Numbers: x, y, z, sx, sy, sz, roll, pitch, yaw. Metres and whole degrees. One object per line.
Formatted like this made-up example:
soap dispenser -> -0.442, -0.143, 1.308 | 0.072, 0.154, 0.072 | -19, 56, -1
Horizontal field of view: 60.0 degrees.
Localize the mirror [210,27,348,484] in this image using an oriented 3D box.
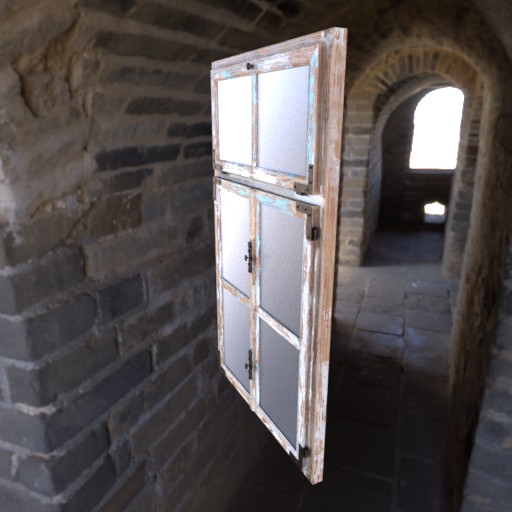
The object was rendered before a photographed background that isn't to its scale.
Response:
mirror -> 0.000, 0.000, 1.420 | 0.083, 1.213, 0.707 | -9, 19, -26
